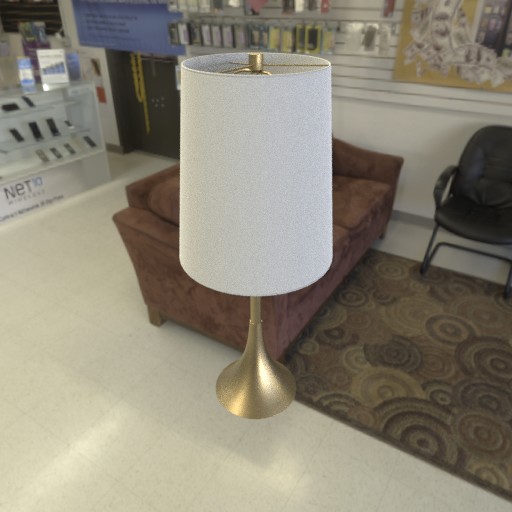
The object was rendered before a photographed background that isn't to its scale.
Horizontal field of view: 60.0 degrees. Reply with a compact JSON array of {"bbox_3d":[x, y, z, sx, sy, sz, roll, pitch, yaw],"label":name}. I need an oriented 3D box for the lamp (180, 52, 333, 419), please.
[{"bbox_3d":[0.000,0.000,0.680,0.231,0.569,0.231,0,31,0],"label":"lamp"}]
